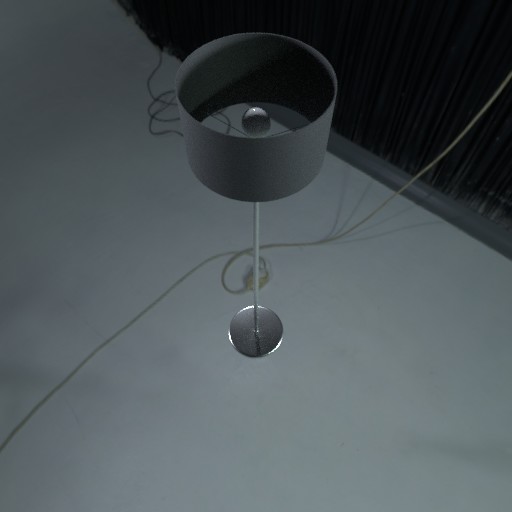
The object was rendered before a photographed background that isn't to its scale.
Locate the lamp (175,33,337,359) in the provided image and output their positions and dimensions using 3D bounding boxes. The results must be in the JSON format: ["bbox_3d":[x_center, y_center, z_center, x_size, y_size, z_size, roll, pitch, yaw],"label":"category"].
[{"bbox_3d":[0.000,0.000,1.566,0.348,1.443,0.348,33,64,18],"label":"lamp"}]
